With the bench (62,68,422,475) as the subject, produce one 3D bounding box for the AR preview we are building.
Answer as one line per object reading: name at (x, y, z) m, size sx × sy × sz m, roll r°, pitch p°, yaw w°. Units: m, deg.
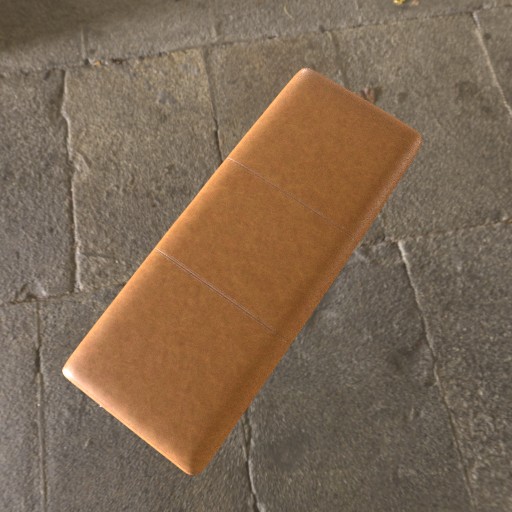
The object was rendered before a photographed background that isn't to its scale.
bench at (0.000, 0.000, 1.879) m, size 0.653 × 0.399 × 1.610 m, roll 34°, pitch 77°, yaw 9°
